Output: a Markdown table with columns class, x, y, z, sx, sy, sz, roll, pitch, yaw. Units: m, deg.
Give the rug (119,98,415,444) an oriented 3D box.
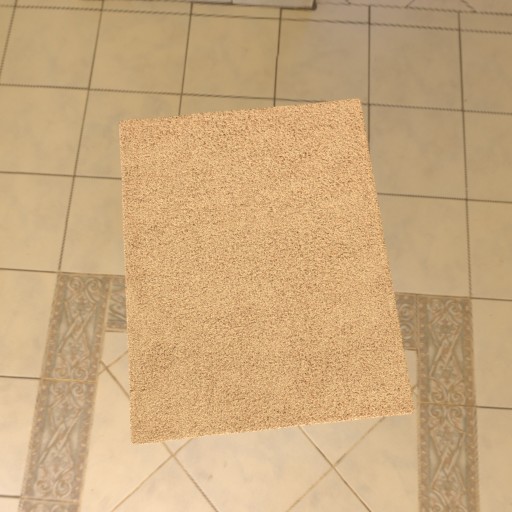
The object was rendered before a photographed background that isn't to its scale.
| class | x | y | z | sx | sy | sz | roll | pitch | yaw |
| --- | --- | --- | --- | --- | --- | --- | --- | --- | --- |
| rug | 0.000 | 0.000 | 4.122 | 2.438 | 0.029 | 3.047 | -6 | 77 | -1 |
